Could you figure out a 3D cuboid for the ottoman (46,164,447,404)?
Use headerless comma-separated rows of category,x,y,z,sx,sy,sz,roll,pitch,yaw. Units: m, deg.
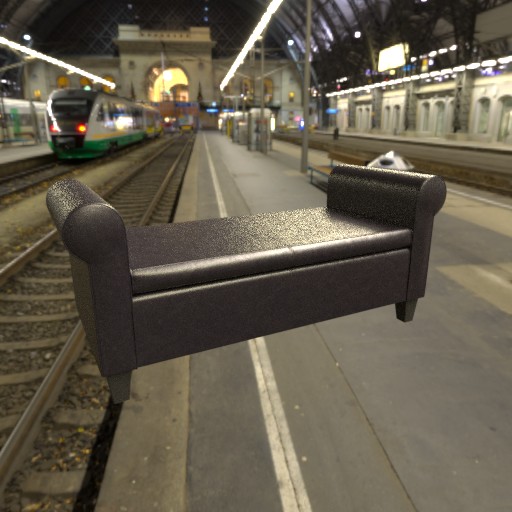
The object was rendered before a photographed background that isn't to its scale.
ottoman,0.000,0.000,1.547,1.256,0.547,0.521,-9,19,-27
